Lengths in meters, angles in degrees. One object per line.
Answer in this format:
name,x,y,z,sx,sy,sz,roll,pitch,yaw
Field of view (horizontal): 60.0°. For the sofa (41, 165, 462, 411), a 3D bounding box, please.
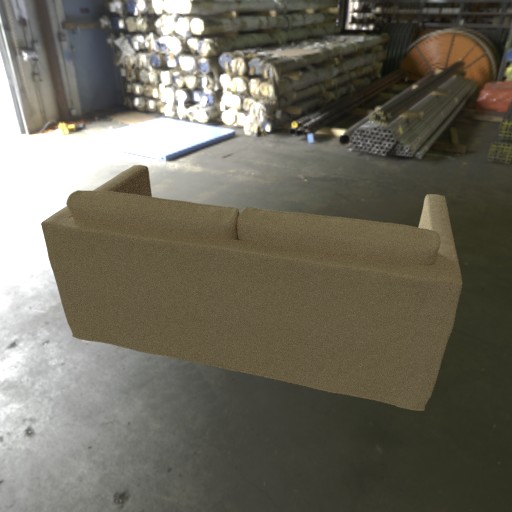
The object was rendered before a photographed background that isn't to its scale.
sofa,0.000,0.000,2.451,1.959,0.835,0.962,8,31,14
